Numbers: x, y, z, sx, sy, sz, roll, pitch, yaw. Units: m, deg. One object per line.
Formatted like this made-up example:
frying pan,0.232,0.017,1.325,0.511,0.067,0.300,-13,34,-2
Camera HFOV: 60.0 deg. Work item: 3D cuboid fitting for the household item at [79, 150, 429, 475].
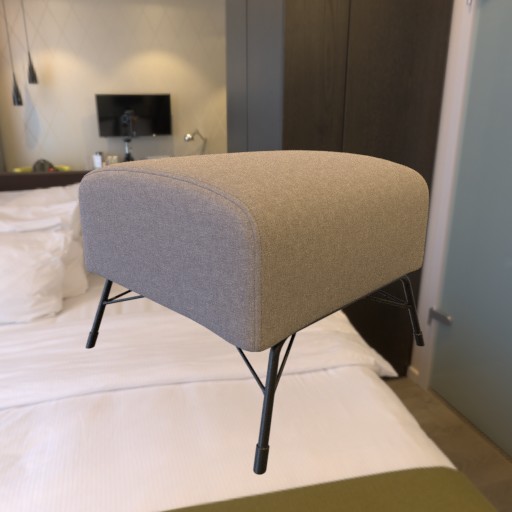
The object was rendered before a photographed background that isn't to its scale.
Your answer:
household item,0.000,0.000,0.911,0.530,0.410,0.530,16,23,42
